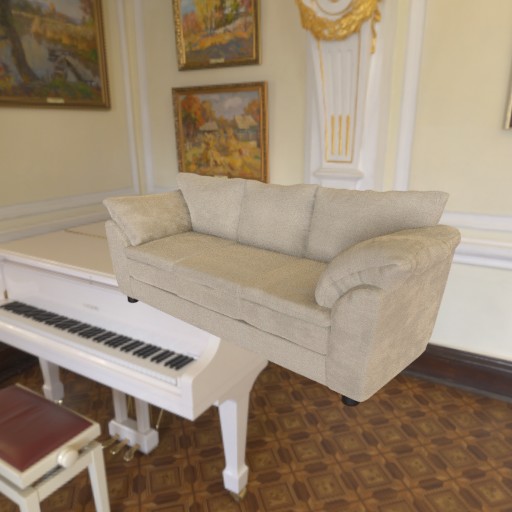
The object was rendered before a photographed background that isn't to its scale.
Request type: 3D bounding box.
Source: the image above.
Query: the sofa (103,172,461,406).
[{"bbox_3d":[0.000,0.000,2.878,2.377,0.981,0.893,14,21,41],"label":"sofa"}]
